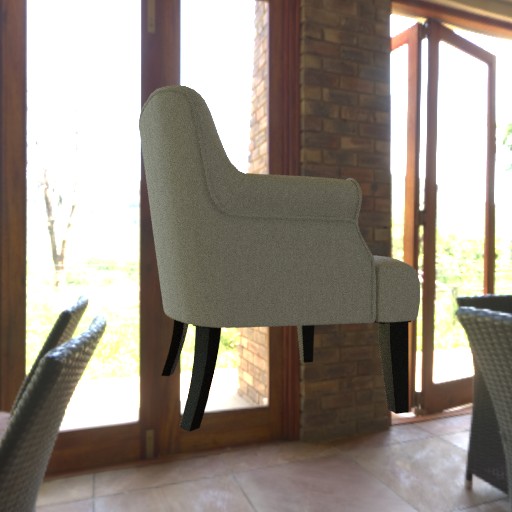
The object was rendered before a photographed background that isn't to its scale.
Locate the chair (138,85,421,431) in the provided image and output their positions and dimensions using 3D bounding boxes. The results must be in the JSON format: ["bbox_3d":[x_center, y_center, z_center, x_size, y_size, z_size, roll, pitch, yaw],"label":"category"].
[{"bbox_3d":[0.000,0.000,1.460,0.750,0.875,0.781,0,-1,-17],"label":"chair"}]
